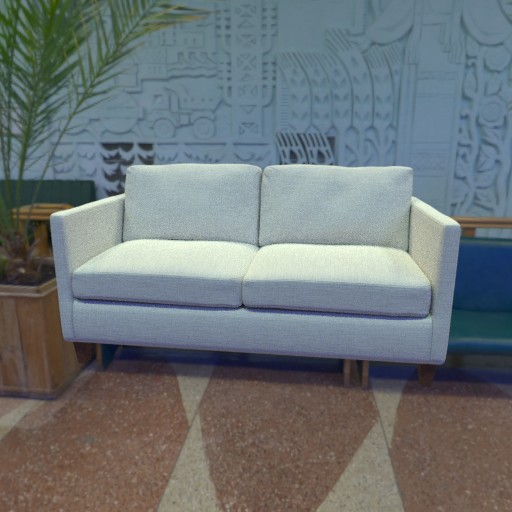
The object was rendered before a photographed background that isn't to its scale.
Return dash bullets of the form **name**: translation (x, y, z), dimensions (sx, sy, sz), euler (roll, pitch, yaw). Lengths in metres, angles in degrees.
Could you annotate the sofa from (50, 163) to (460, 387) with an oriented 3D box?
- **sofa**: translation (0.000, 0.000, 2.428), dimensions (1.838, 0.963, 0.950), euler (2, 15, 8)
